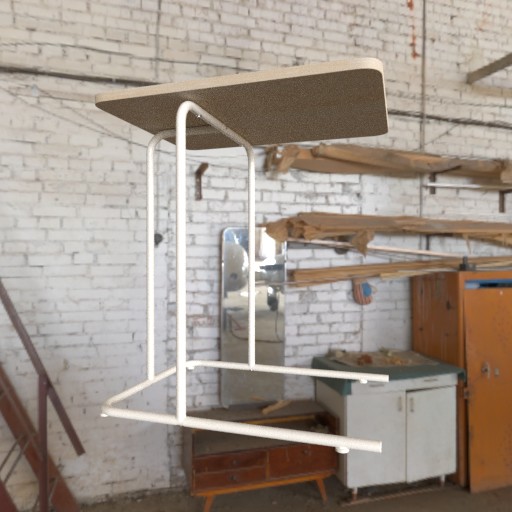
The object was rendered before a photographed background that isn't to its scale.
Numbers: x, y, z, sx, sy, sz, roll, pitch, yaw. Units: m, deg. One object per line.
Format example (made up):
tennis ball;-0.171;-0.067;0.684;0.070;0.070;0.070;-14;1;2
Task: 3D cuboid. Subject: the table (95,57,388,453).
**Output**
table;0.000;0.000;0.854;0.480;0.550;0.370;0;0;18
